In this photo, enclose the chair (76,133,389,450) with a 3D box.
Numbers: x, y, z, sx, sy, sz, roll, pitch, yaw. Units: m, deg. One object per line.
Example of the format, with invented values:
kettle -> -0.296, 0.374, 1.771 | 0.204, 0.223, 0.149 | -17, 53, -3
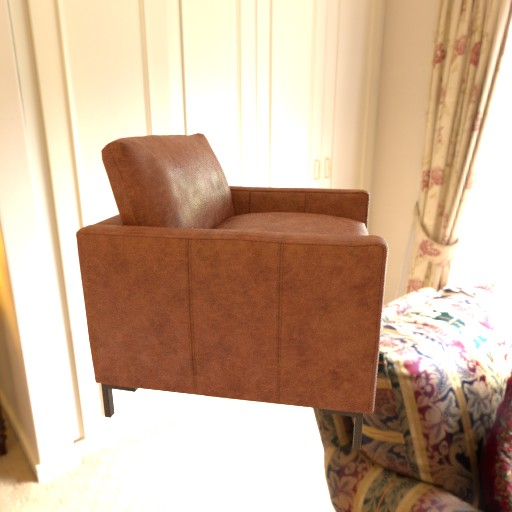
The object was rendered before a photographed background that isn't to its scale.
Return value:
chair -> 0.000, 0.000, 1.643 | 0.862, 0.869, 0.967 | 3, 17, 10
